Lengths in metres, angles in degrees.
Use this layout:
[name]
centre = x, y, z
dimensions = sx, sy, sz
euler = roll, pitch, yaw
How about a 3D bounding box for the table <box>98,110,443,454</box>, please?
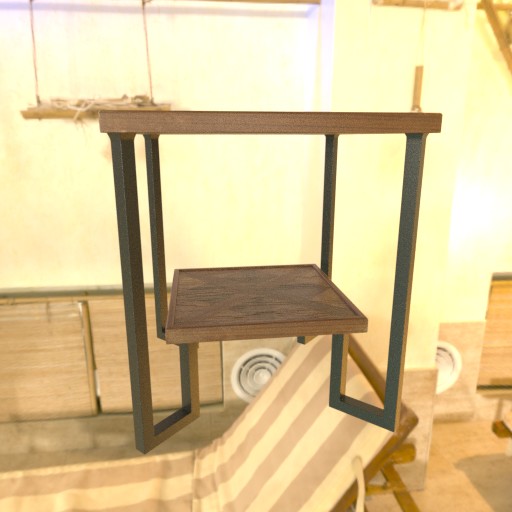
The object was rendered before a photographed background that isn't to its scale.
[table]
centre = 0.000, 0.000, 0.949
dimensions = 0.503, 0.563, 0.503
euler = -2, 15, -7
